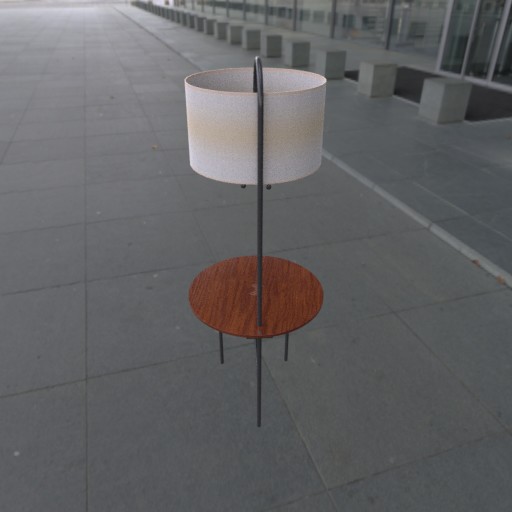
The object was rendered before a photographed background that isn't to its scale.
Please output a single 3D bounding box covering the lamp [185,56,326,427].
[{"bbox_3d":[0.000,0.000,1.804,0.573,1.517,0.573,0,31,0],"label":"lamp"}]
